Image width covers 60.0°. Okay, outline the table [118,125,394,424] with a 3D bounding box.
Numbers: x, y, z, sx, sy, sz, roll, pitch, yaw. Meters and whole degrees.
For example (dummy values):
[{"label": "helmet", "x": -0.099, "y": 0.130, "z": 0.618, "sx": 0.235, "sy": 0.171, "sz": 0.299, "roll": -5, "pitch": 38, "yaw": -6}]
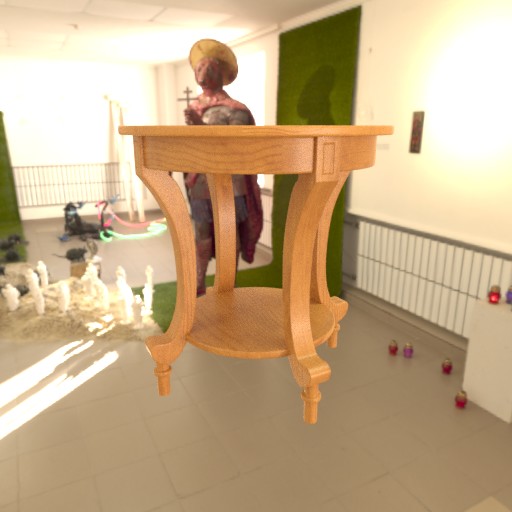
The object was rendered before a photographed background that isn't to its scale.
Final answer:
[{"label": "table", "x": 0.000, "y": 0.000, "z": 1.084, "sx": 0.597, "sy": 0.612, "sz": 0.597, "roll": 0, "pitch": 16, "yaw": 0}]
